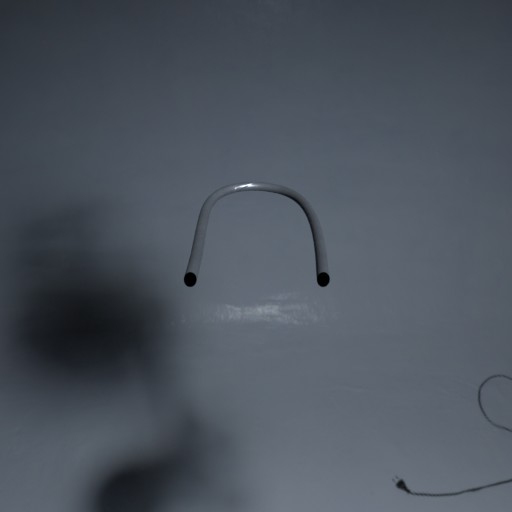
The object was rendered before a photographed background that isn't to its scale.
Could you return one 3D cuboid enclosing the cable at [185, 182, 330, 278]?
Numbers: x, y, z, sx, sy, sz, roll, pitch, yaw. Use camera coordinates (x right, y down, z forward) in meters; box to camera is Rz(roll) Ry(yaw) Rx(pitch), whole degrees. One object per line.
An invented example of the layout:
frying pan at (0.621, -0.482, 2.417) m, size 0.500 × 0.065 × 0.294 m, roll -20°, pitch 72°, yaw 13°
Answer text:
cable at (0.000, 0.000, 0.109) m, size 0.041 × 0.005 × 0.098 m, roll 0°, pitch 30°, yaw 1°
